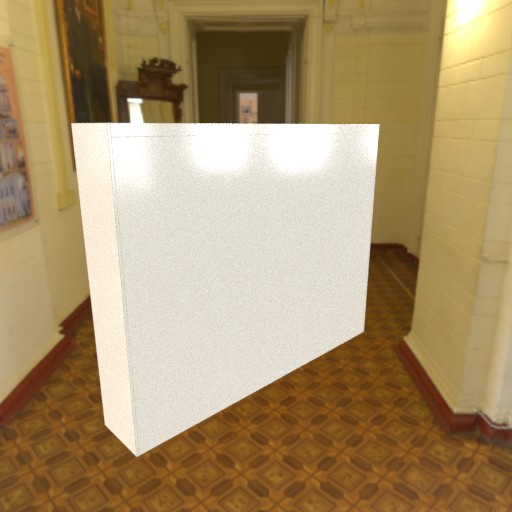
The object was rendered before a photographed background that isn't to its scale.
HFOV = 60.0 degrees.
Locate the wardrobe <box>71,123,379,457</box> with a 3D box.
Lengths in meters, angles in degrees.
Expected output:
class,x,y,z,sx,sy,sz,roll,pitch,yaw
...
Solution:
class,x,y,z,sx,sy,sz,roll,pitch,yaw
wardrobe,0.000,0.000,4.137,3.000,2.360,0.580,-15,22,-42
